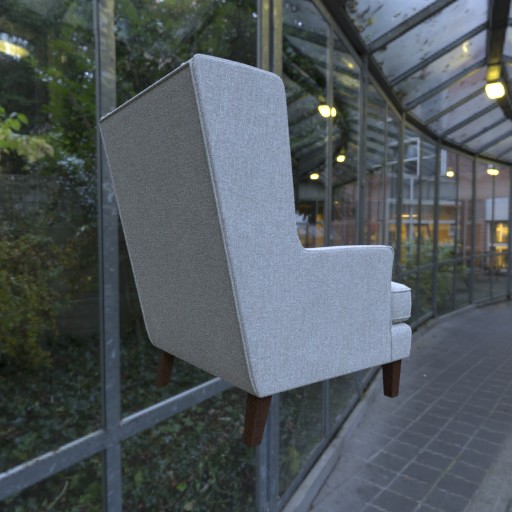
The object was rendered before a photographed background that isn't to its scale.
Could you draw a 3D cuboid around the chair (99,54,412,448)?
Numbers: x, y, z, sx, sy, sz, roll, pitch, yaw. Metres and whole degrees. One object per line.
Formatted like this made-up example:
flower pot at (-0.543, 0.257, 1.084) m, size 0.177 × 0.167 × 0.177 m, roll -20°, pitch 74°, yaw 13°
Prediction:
chair at (0.000, 0.000, 1.699) m, size 0.948 × 1.082 × 0.764 m, roll -2°, pitch 4°, yaw -36°
